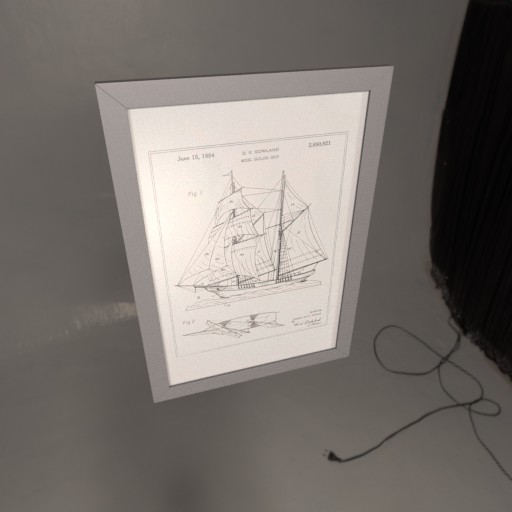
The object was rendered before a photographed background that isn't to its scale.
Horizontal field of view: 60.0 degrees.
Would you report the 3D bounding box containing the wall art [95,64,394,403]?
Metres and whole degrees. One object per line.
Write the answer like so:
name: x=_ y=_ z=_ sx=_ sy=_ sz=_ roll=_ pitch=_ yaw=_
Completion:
wall art: x=0.000 y=0.000 z=0.688 sx=0.380 sy=0.534 sz=0.013 roll=-10 pitch=34 yaw=-15
